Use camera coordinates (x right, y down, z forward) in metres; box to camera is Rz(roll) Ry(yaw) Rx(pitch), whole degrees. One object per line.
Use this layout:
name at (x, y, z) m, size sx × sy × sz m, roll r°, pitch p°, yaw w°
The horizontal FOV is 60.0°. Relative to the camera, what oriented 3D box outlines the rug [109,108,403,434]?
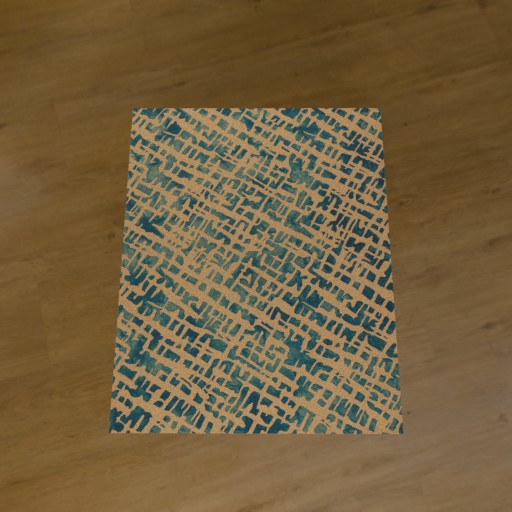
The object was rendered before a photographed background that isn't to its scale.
rug at (0.000, 0.000, 4.002) m, size 2.435 × 0.007 × 3.007 m, roll 0°, pitch 76°, yaw 0°
